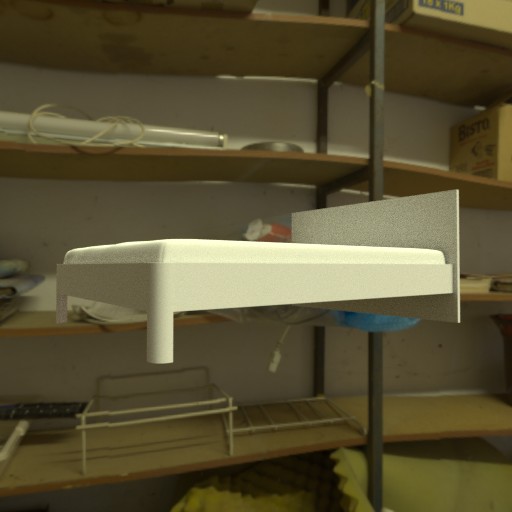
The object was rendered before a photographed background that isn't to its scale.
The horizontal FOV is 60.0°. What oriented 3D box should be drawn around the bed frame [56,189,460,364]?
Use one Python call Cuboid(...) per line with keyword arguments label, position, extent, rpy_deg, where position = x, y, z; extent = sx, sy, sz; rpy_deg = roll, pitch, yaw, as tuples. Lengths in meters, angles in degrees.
Cuboid(label="bed frame", position=(0.000, 0.000, 2.683), extent=(1.950, 0.800, 1.490), rpy_deg=(1, -2, -37))
